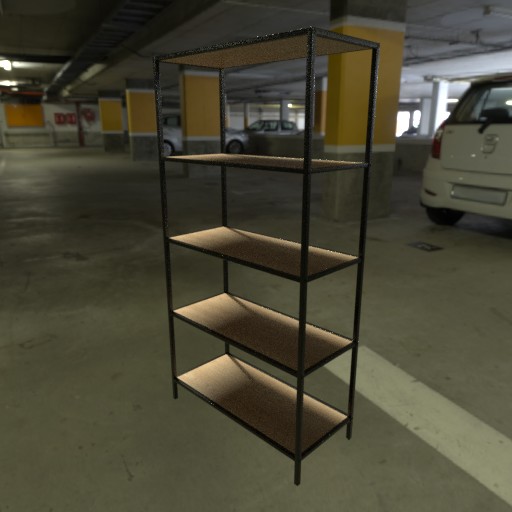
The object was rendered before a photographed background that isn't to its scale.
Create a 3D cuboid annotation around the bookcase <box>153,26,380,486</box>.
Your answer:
[{"bbox_3d":[0.000,0.000,1.765,0.770,1.500,0.350,16,22,42],"label":"bookcase"}]
